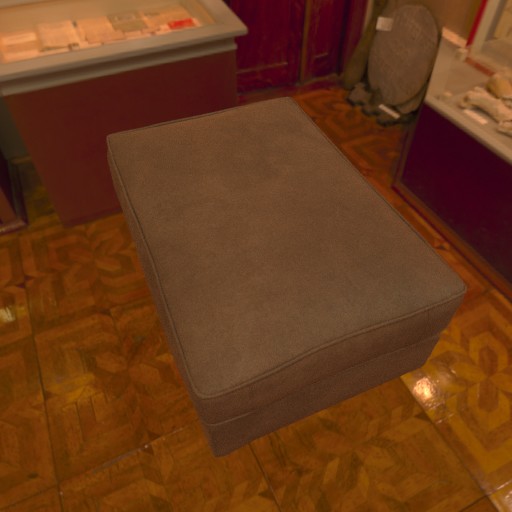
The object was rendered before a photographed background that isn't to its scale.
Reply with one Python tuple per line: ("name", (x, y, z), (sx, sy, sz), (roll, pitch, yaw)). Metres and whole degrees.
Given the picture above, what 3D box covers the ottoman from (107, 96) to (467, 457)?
("ottoman", (0.000, 0.000, 1.203), (0.596, 0.481, 0.860), (-18, 51, -15))
